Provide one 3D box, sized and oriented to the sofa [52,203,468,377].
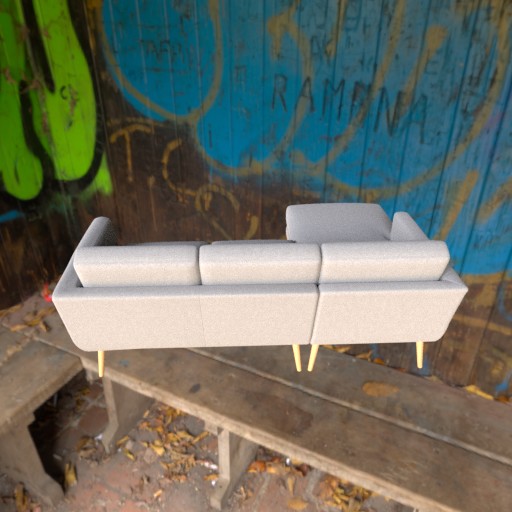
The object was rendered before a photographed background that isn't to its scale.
[{"bbox_3d":[0.000,0.000,2.853,2.040,0.860,1.530,-1,30,-2],"label":"sofa"}]
